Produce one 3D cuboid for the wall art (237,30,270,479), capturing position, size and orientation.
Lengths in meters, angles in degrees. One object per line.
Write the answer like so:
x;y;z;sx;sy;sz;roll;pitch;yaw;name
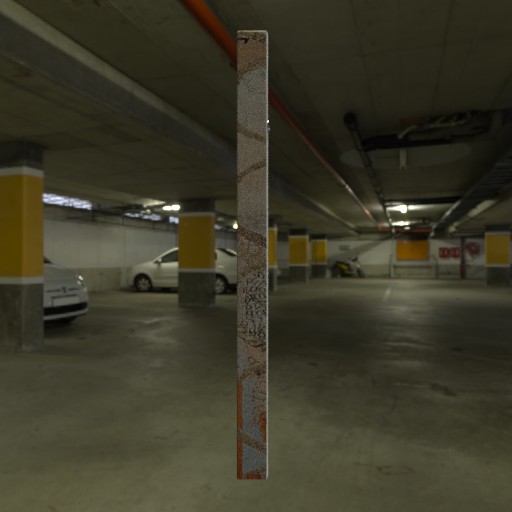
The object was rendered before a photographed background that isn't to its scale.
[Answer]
0.000;0.000;0.750;0.038;0.508;0.507;0;0;1;wall art
